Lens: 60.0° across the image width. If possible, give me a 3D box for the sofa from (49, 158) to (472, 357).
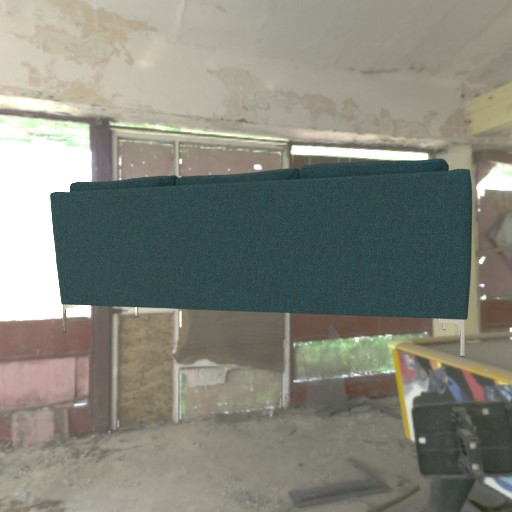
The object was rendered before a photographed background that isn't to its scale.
[{"bbox_3d":[0.000,0.000,2.437,2.060,0.837,0.849,0,0,17],"label":"sofa"}]
